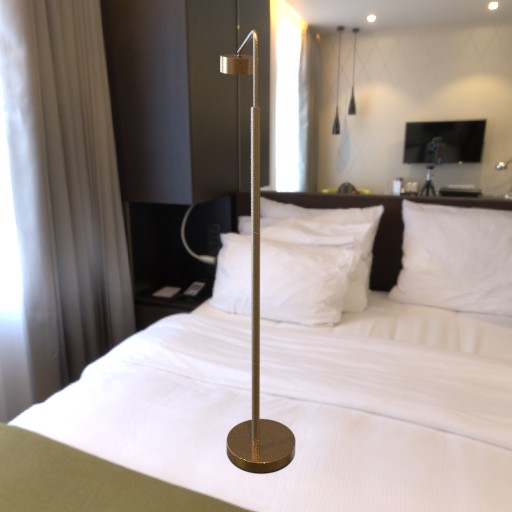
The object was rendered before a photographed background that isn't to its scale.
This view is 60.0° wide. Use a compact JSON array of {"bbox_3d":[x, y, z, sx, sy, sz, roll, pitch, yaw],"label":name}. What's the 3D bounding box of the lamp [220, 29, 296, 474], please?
[{"bbox_3d":[0.000,0.000,1.369,0.219,1.230,0.418,-2,14,-9],"label":"lamp"}]
